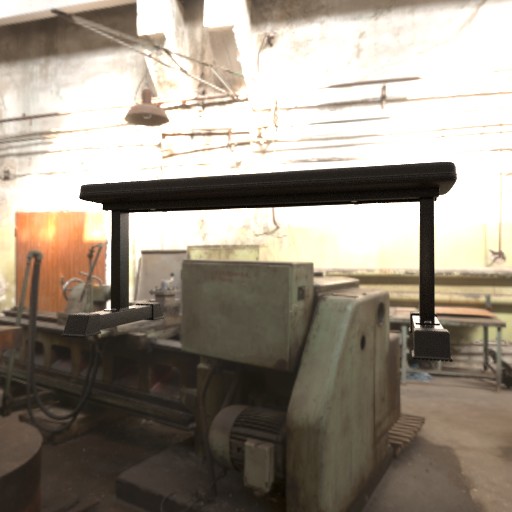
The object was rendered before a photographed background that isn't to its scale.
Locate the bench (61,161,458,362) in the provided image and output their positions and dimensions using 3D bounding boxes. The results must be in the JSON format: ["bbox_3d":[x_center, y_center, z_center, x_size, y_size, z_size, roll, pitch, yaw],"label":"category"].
[{"bbox_3d":[0.000,0.000,1.301,1.072,0.453,0.439,0,-1,18],"label":"bench"}]
